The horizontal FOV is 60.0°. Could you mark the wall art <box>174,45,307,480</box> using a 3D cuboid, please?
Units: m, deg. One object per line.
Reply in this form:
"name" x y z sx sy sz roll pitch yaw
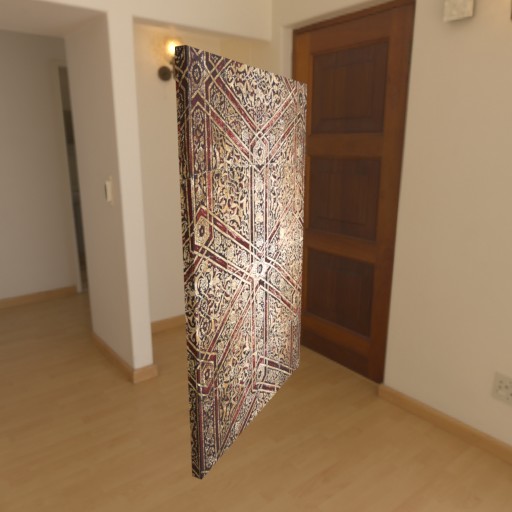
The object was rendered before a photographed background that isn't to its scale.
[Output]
"wall art" 0.000 0.000 0.765 0.020 0.599 0.397 7 16 26
